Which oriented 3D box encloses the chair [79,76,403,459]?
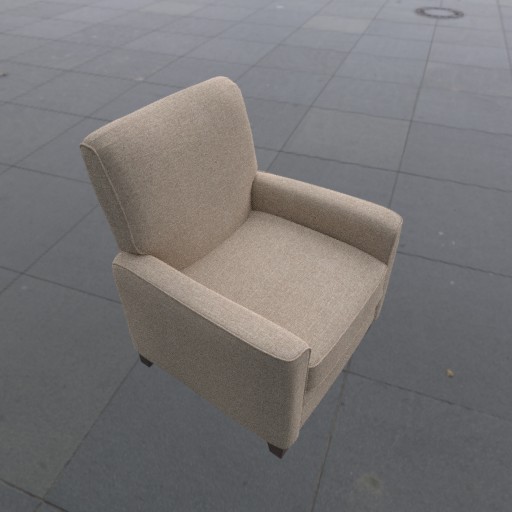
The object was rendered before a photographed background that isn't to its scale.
[{"bbox_3d":[0.000,0.000,1.647,0.858,1.028,0.841,25,47,26],"label":"chair"}]
